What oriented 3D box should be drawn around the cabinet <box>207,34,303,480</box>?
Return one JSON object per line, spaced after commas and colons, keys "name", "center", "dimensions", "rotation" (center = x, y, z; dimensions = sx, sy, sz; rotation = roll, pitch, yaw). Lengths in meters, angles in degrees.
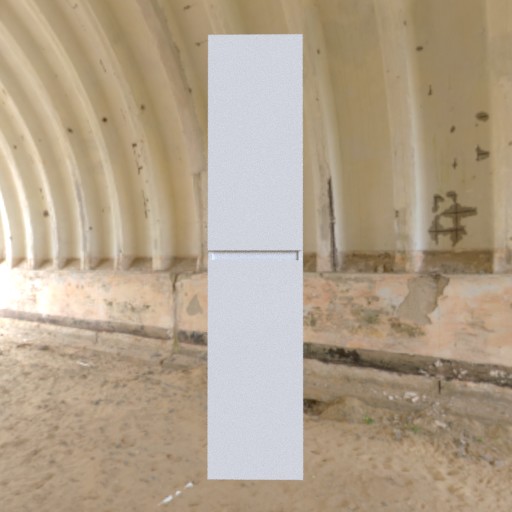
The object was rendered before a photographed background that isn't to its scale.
{"name": "cabinet", "center": [0.000, 0.000, 1.528], "dimensions": [0.300, 1.400, 0.270], "rotation": [0, -1, 1]}
